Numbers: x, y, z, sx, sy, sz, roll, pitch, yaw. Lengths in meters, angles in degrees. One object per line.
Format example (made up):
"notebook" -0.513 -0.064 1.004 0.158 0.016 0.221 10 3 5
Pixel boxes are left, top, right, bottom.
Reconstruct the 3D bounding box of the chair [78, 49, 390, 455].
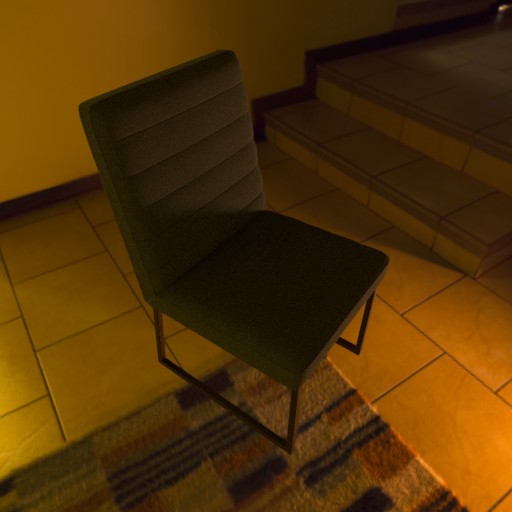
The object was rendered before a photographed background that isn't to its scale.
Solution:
"chair" 0.000 0.000 1.279 0.634 0.930 0.520 26 47 27
